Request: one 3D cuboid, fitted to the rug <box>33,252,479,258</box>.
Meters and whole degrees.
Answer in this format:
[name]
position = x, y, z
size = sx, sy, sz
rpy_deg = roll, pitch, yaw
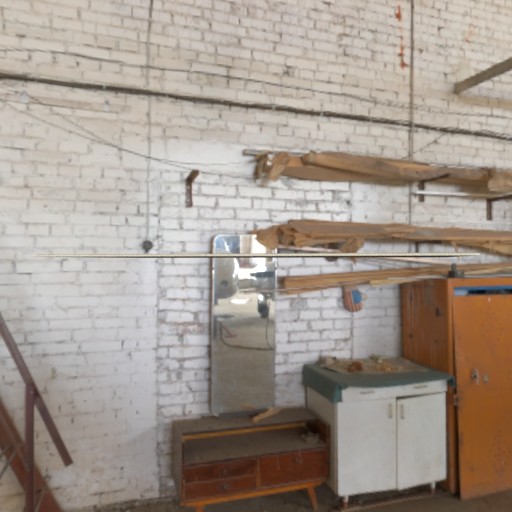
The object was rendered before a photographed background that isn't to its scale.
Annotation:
[rug]
position = 0.000, 0.000, 1.442
size = 1.219, 0.007, 0.604
rpy_deg = 0, -1, 17
